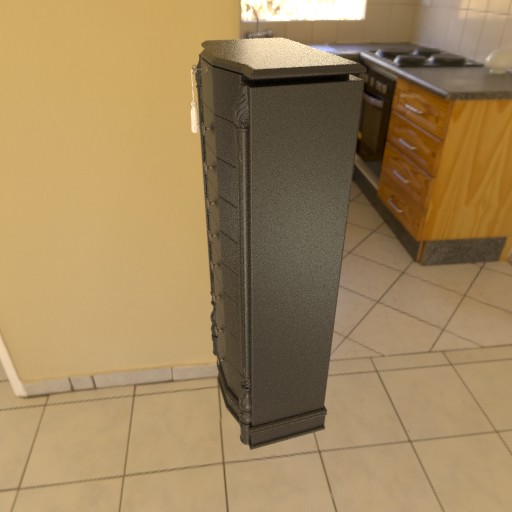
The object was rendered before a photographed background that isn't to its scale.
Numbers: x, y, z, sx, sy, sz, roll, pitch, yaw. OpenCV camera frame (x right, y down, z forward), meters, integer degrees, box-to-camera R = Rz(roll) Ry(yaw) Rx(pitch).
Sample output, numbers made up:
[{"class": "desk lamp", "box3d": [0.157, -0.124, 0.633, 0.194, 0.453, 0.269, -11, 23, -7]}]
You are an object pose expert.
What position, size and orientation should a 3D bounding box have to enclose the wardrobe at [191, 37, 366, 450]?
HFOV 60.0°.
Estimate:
[{"class": "wardrobe", "box3d": [0.000, 0.000, 1.194, 0.295, 1.011, 0.444, -9, 34, -14]}]
